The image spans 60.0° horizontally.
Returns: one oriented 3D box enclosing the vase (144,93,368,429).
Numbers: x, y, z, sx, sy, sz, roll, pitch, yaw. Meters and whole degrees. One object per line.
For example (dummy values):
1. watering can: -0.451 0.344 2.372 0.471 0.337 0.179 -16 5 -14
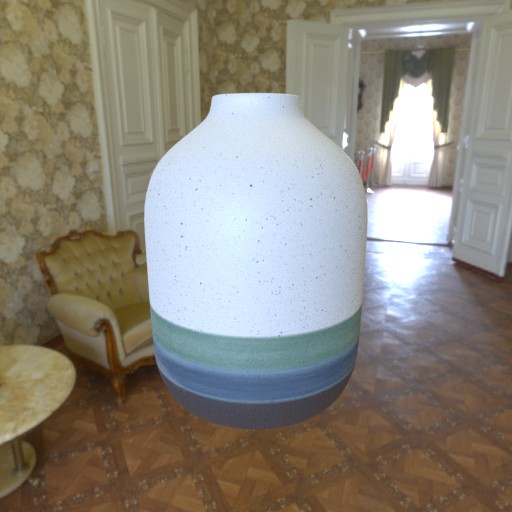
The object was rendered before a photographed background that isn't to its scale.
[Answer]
1. vase: 0.000 0.000 0.354 0.169 0.240 0.169 0 16 0
